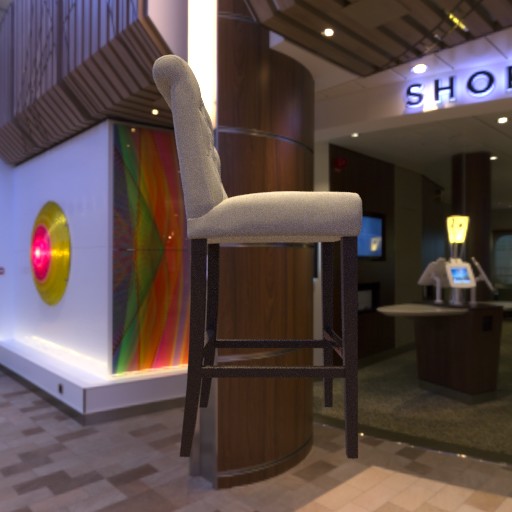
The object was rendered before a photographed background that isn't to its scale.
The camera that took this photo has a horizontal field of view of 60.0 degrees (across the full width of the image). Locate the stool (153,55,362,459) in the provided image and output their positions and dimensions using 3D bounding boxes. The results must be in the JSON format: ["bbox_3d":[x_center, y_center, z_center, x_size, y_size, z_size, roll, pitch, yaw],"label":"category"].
[{"bbox_3d":[0.000,0.000,1.466,0.601,1.140,0.493,0,0,0],"label":"stool"}]
